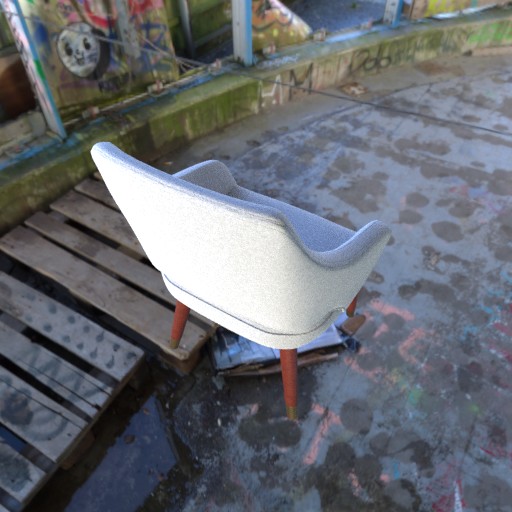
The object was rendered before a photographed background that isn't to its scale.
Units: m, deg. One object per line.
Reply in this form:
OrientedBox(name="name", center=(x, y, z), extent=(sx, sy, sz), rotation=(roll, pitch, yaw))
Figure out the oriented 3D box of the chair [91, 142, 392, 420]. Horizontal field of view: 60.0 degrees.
OrientedBox(name="chair", center=(0.000, 0.000, 1.252), extent=(0.609, 0.889, 0.600), rotation=(24, 51, 21))
